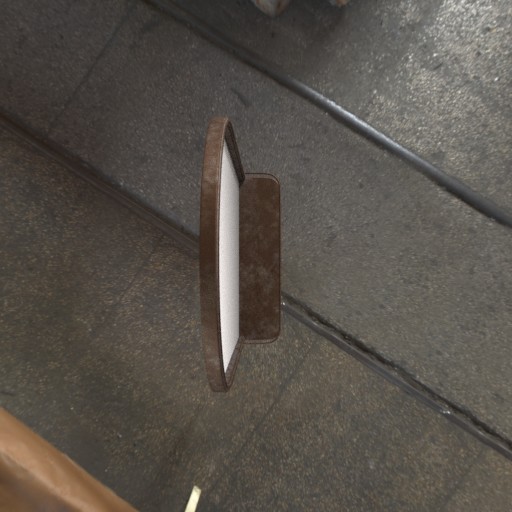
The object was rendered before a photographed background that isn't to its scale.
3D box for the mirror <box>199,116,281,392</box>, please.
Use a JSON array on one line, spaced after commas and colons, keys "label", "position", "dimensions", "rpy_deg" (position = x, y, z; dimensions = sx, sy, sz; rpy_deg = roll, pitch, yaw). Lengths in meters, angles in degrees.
[{"label": "mirror", "position": [0.000, 0.000, 0.986], "dimensions": [0.137, 0.770, 0.510], "rpy_deg": [0, 89, 1]}]
